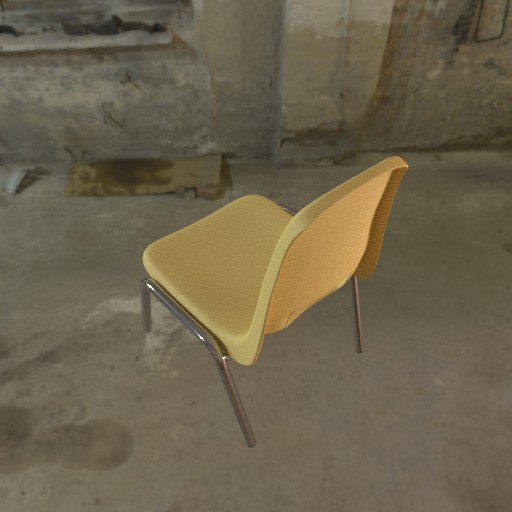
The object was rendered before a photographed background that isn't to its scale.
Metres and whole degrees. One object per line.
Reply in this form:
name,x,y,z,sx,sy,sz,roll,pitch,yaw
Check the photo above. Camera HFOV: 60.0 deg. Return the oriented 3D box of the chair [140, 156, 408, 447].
chair,0.000,0.000,0.799,0.354,0.536,0.385,-31,53,-28
